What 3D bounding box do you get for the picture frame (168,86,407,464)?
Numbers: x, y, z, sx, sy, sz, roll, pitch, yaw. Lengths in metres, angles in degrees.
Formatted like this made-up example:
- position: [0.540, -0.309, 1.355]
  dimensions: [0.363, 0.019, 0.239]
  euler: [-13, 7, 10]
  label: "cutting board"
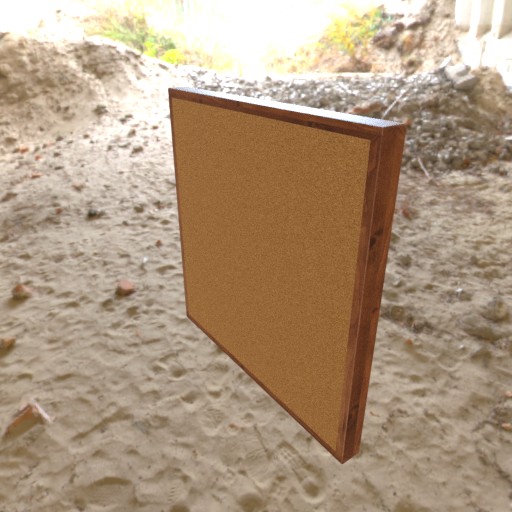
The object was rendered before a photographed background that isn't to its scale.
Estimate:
- position: [0.000, 0.000, 0.535]
  dimensions: [0.028, 0.356, 0.352]
  euler: [-18, 31, -32]
  label: "picture frame"
